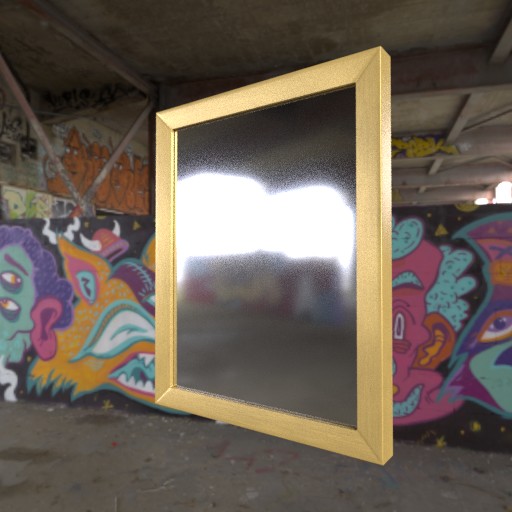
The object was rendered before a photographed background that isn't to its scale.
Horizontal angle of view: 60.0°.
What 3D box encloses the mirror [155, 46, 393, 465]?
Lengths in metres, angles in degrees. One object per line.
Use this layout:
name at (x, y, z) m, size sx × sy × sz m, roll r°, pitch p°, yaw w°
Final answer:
mirror at (0.000, 0.000, 0.671) m, size 0.405 × 0.508 × 0.041 m, roll -1°, pitch -1°, yaw 36°
